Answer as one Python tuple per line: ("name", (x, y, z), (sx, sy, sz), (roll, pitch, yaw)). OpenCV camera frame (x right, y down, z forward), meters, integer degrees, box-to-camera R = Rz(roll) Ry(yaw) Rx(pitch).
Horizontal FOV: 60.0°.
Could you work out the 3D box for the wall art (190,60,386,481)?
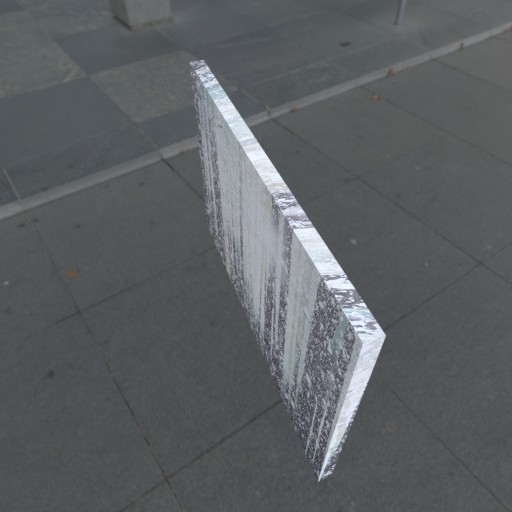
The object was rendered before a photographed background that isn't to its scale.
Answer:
("wall art", (0.000, 0.000, 1.107), (0.038, 0.598, 0.919), (-15, 49, -14))
